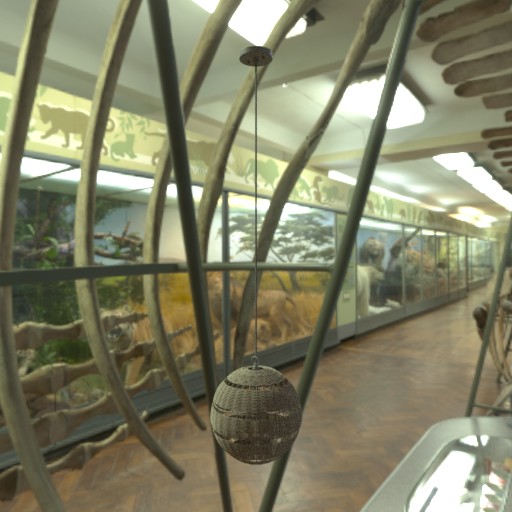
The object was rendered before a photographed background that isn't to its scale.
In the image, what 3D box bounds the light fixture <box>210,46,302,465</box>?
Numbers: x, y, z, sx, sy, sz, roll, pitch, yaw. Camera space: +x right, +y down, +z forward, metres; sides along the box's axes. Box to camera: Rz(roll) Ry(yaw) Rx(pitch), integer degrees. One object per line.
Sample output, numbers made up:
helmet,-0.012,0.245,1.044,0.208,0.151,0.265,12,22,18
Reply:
light fixture,0.000,0.000,2.212,0.457,2.019,0.457,0,0,36
